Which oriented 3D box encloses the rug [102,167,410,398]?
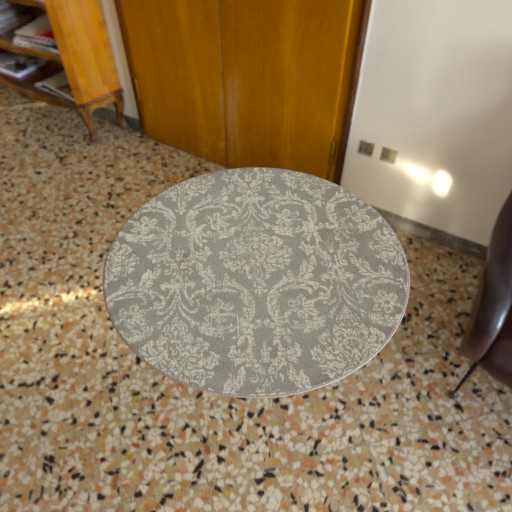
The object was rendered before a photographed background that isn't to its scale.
[{"bbox_3d":[0.000,0.000,2.359,1.593,0.012,1.593,0,47,0],"label":"rug"}]
